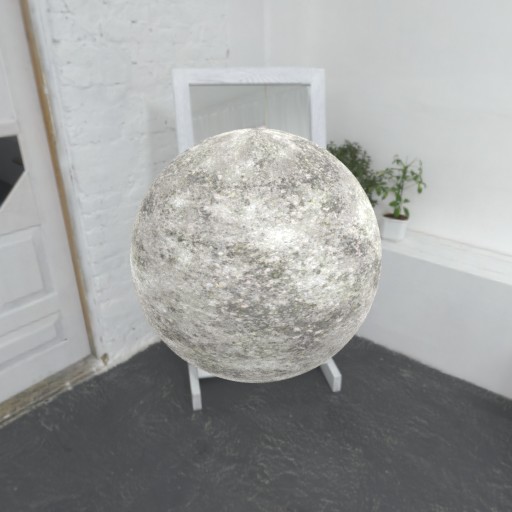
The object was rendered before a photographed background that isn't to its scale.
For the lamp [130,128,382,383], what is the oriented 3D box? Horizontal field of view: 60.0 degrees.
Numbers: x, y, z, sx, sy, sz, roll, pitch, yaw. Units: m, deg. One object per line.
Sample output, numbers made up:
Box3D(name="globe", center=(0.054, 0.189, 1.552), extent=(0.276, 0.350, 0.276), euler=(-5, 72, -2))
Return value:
Box3D(name="lamp", center=(0.000, 0.000, 0.773), extent=(0.422, 0.429, 0.422), euler=(0, 26, 0))
